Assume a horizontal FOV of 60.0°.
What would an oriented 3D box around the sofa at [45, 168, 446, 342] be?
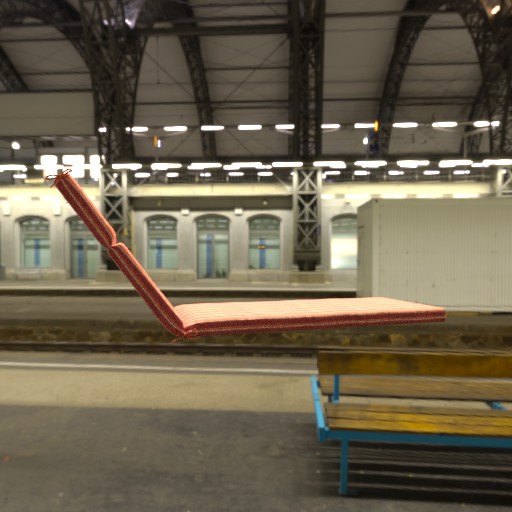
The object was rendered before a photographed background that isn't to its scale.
[{"bbox_3d":[0.000,0.000,2.002,1.663,0.622,0.582,0,1,-18],"label":"sofa"}]
